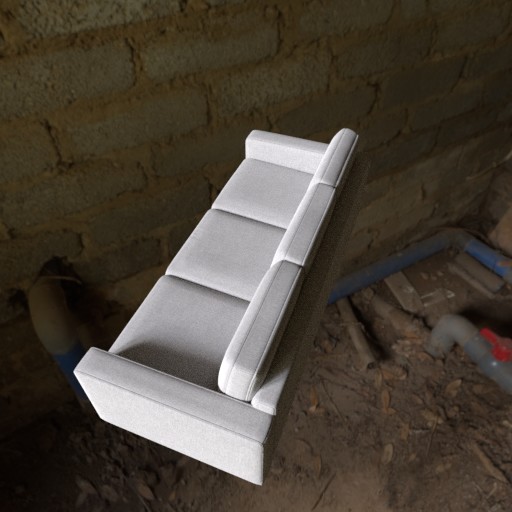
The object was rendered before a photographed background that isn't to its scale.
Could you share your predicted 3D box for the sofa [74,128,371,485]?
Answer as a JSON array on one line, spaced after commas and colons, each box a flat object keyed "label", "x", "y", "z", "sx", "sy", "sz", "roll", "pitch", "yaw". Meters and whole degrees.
[{"label": "sofa", "x": 0.000, "y": 0.000, "z": 2.576, "sx": 0.900, "sy": 0.800, "sz": 2.120, "roll": 16, "pitch": 48, "yaw": 14}]
